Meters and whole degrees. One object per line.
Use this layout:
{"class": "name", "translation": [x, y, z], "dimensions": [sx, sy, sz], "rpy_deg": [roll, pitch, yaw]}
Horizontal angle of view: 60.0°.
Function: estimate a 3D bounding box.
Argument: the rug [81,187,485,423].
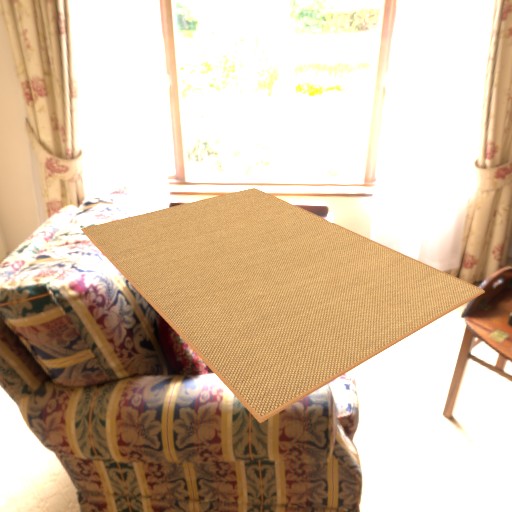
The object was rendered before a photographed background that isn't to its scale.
{"class": "rug", "translation": [0.000, 0.000, 2.762], "dimensions": [1.524, 0.013, 2.134], "rpy_deg": [-19, 33, -32]}
